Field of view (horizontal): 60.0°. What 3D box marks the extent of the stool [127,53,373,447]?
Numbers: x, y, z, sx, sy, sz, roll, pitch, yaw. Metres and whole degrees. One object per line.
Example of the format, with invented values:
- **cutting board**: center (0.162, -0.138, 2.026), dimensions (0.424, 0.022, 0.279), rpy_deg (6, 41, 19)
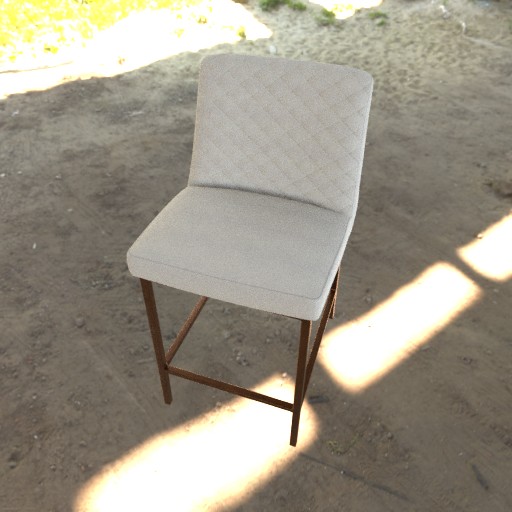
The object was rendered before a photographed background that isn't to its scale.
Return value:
- **stool**: center (0.000, 0.000, 1.307), dimensions (0.507, 0.973, 0.576), rpy_deg (13, 43, 14)
